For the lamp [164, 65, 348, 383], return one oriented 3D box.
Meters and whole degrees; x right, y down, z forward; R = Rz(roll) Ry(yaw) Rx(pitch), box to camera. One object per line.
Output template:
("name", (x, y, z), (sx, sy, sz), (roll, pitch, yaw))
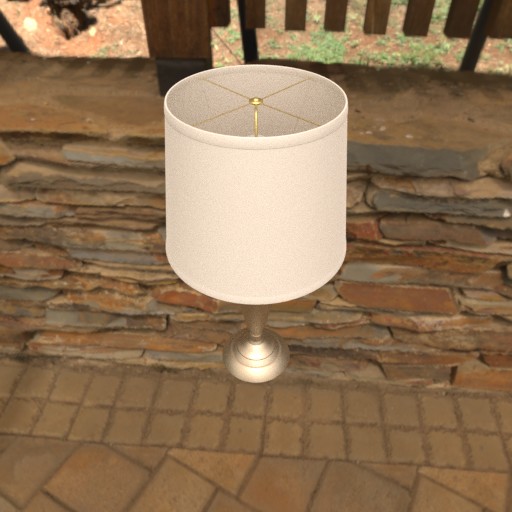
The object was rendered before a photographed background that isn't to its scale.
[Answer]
("lamp", (0.000, 0.000, 0.845), (0.328, 0.619, 0.328), (0, 42, 0))
